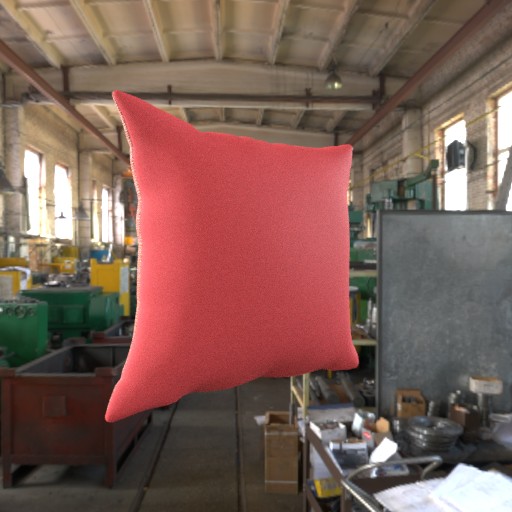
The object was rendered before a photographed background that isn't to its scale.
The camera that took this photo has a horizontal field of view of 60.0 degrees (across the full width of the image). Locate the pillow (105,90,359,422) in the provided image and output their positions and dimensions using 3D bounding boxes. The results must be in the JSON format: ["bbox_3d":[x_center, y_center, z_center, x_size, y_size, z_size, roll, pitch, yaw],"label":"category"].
[{"bbox_3d":[0.000,0.000,0.827,0.559,0.501,0.229,0,0,-37],"label":"pillow"}]
